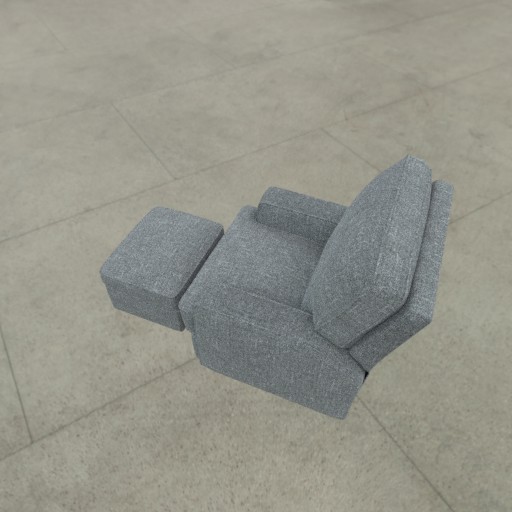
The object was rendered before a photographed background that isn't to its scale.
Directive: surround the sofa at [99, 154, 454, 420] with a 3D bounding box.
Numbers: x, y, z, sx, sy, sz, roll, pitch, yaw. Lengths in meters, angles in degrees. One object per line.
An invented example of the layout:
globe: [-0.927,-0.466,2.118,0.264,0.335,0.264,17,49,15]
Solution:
sofa: [0.000,0.000,2.046,1.472,0.959,0.861,17,48,15]
